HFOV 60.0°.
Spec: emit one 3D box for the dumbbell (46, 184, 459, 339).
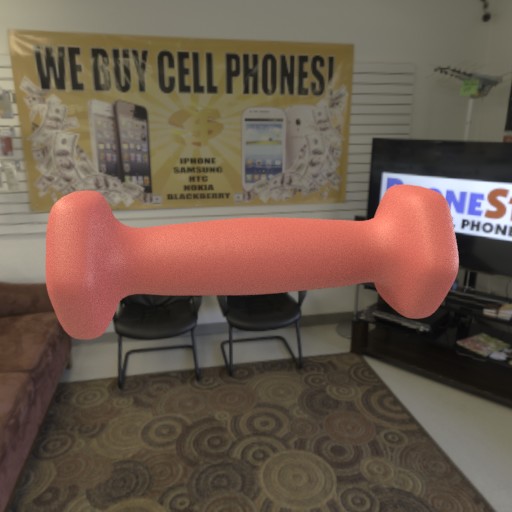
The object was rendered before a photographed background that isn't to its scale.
[{"bbox_3d":[0.000,0.000,0.144,0.123,0.043,0.047,-2,16,-8],"label":"dumbbell"}]
